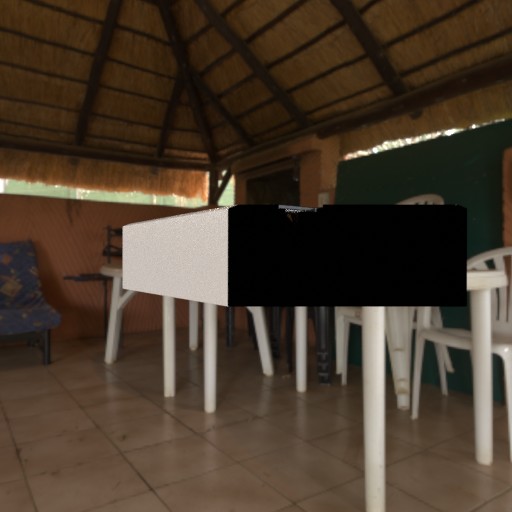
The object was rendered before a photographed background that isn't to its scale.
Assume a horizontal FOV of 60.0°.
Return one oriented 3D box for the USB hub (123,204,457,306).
[{"bbox_3d":[0.000,0.000,0.129,0.044,0.023,0.110,0,0,-35],"label":"USB hub"}]
